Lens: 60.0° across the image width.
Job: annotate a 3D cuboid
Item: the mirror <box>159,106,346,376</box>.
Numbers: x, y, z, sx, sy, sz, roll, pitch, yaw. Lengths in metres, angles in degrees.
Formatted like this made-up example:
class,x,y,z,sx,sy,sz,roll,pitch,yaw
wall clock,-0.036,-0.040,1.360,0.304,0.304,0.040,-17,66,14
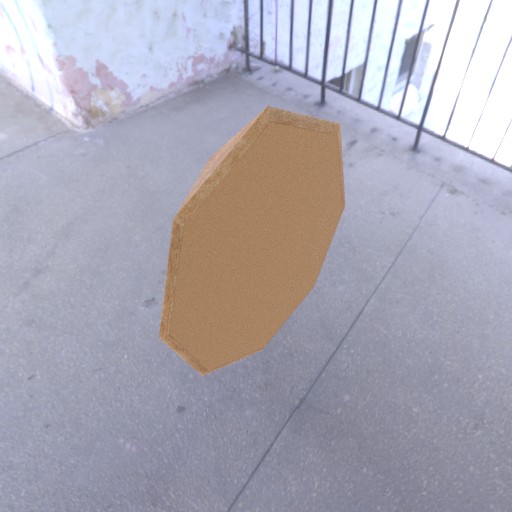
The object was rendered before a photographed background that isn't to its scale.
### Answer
class,x,y,z,sx,sy,sz,roll,pitch,yaw
mirror,0.000,0.000,1.022,0.577,0.774,0.070,-35,57,-27
